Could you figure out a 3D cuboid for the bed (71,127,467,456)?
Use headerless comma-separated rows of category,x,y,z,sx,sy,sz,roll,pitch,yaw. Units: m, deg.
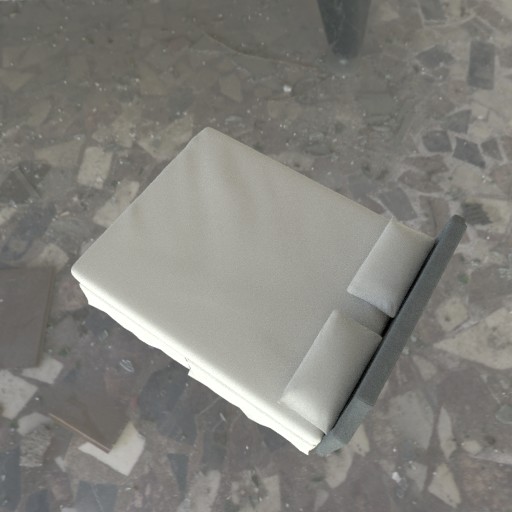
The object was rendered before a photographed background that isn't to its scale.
bed,0.000,0.000,3.561,2.464,1.306,1.977,31,67,15
